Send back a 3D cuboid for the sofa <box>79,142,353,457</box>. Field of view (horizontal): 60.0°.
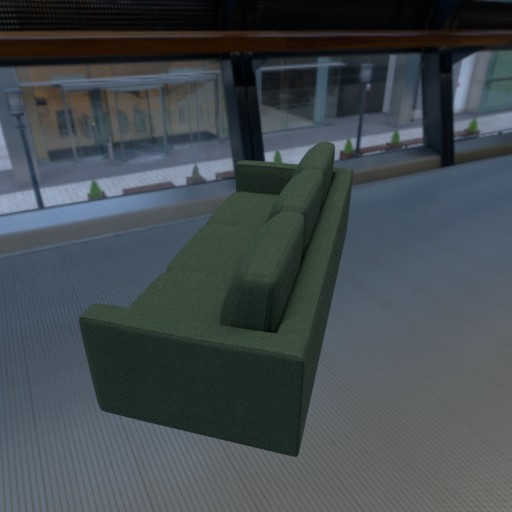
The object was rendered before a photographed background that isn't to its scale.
[{"bbox_3d":[0.000,0.000,2.485,0.879,0.899,2.029,8,30,13],"label":"sofa"}]
